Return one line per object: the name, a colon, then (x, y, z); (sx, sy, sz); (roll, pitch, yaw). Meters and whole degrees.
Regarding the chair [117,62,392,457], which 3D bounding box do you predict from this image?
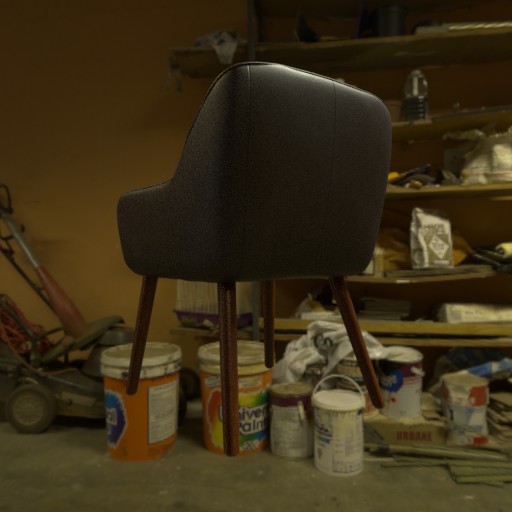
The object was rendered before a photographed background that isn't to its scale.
chair: (0.000, 0.000, 1.259); (0.610, 0.828, 0.610); (0, 0, -36)
